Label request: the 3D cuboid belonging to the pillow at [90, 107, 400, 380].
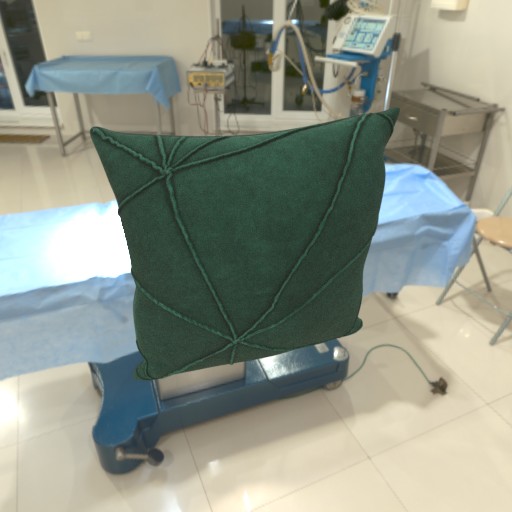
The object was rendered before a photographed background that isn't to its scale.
[{"bbox_3d":[0.000,0.000,0.699,0.439,0.440,0.184,-9,34,-14],"label":"pillow"}]
